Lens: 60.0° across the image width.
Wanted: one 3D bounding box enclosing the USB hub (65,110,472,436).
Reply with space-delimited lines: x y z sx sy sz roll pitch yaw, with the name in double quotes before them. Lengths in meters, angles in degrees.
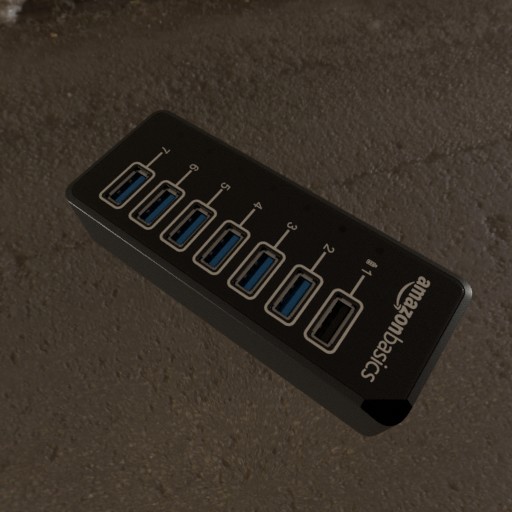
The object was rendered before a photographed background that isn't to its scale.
"USB hub" 0.000 0.000 0.131 0.110 0.023 0.044 33 66 16
